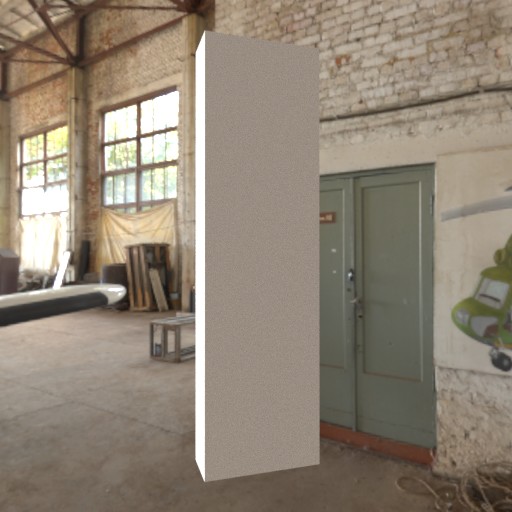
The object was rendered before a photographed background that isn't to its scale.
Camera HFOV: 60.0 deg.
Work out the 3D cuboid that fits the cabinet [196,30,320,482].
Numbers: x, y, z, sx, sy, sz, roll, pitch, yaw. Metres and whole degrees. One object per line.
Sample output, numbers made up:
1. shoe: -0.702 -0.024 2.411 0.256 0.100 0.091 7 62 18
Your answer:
1. cabinet: 0.000 0.000 1.943 0.500 1.790 0.230 0 0 -18
